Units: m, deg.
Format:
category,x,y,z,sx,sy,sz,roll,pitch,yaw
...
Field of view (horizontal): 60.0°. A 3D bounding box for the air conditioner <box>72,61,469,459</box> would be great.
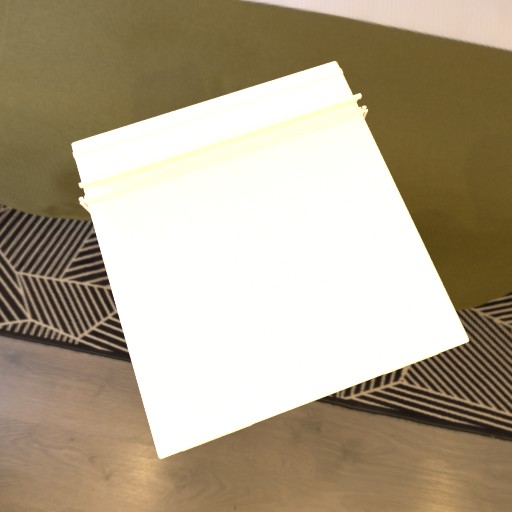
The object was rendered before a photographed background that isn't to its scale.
category,x,y,z,sx,sy,sz,roll,pitch,yaw
air conditioner,0.000,0.000,0.861,0.503,0.388,0.546,-19,76,-5
